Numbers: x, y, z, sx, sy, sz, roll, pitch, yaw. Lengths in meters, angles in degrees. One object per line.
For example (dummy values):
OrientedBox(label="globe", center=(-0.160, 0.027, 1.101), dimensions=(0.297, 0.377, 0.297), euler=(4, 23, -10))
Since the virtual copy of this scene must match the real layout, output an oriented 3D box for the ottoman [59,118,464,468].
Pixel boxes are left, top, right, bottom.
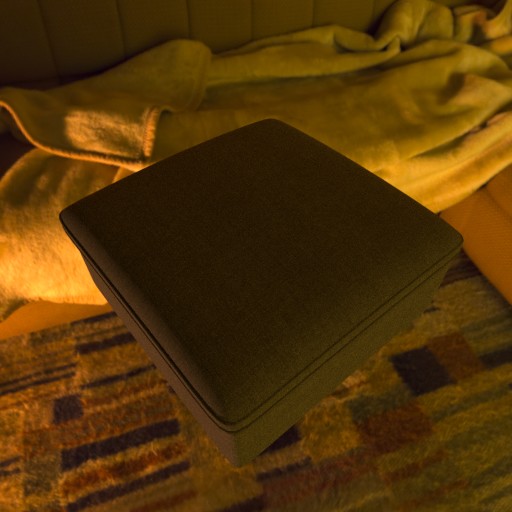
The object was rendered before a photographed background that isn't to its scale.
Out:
OrientedBox(label="ottoman", center=(0.000, 0.000, 1.701), dimensions=(1.067, 0.559, 1.067), euler=(-31, 55, -26))
